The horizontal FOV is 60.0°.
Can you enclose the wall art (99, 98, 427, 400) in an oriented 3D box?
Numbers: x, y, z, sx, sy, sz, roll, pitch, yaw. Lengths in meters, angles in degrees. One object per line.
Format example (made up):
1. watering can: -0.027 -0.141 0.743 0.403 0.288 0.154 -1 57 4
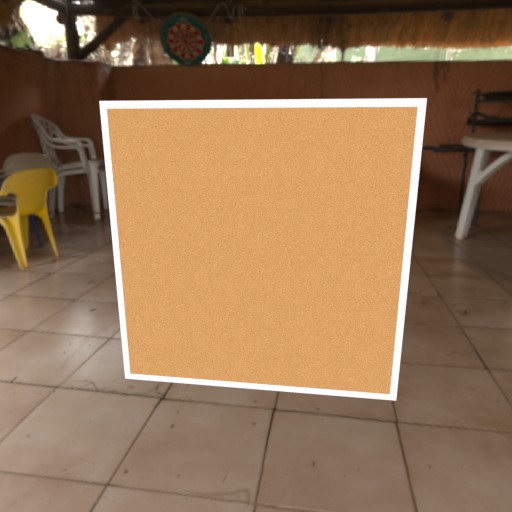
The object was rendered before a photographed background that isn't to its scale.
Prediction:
1. wall art: 0.000 0.000 1.146 0.762 0.762 0.038 2 16 8
